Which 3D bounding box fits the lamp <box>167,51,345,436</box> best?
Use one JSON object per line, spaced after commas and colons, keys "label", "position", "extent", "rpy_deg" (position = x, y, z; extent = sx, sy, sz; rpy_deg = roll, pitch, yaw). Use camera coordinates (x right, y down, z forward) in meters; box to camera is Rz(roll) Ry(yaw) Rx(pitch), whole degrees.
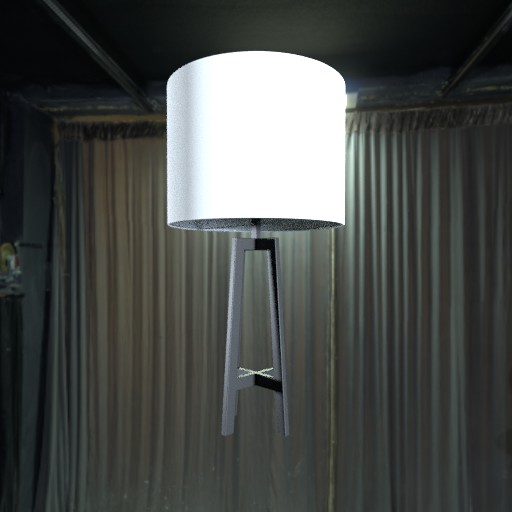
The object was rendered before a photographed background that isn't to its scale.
{"label": "lamp", "position": [0.000, 0.000, 0.650], "extent": [0.257, 0.489, 0.257], "rpy_deg": [0, -1, 1]}
